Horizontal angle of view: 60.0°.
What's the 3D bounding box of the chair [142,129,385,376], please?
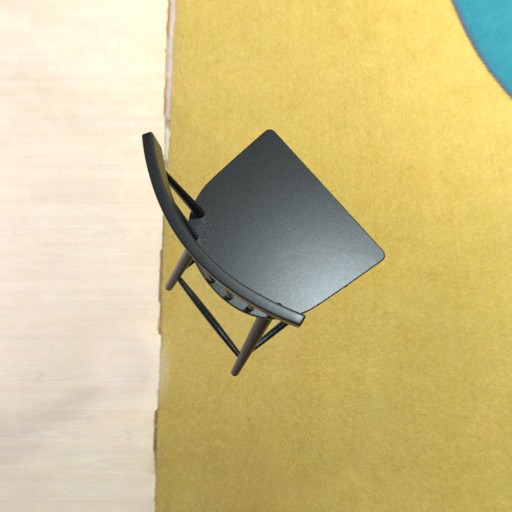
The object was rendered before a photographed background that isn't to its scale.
[{"bbox_3d":[0.000,0.000,1.286,0.572,0.952,0.483,-38,79,-9],"label":"chair"}]
